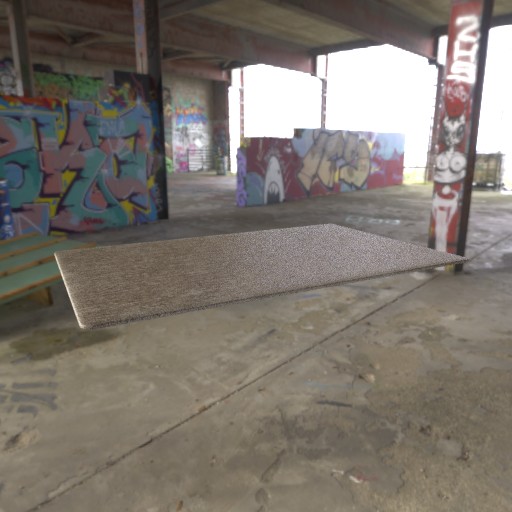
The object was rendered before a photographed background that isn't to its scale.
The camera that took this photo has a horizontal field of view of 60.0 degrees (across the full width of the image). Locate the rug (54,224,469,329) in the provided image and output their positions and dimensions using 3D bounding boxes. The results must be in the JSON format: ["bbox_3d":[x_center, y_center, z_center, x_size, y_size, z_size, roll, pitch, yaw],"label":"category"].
[{"bbox_3d":[0.000,0.000,3.078,2.469,0.024,1.539,-7,16,-27],"label":"rug"}]
